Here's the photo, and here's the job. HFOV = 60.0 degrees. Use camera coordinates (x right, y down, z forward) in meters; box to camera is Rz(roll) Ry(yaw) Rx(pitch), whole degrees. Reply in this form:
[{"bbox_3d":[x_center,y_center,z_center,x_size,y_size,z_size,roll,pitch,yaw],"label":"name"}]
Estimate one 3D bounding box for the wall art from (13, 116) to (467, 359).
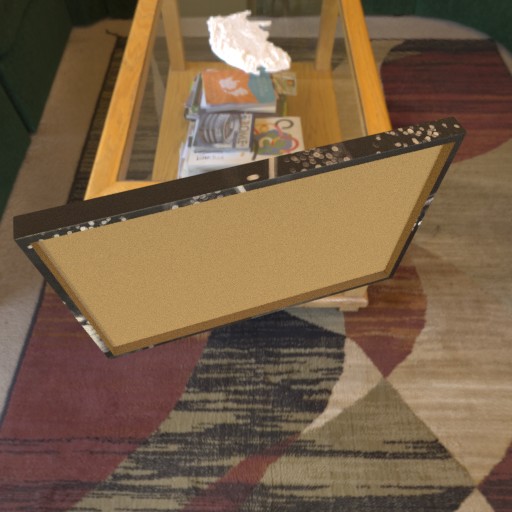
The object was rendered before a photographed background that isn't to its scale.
[{"bbox_3d":[0.000,0.000,0.748,0.609,0.406,0.037,-15,58,-9],"label":"wall art"}]
